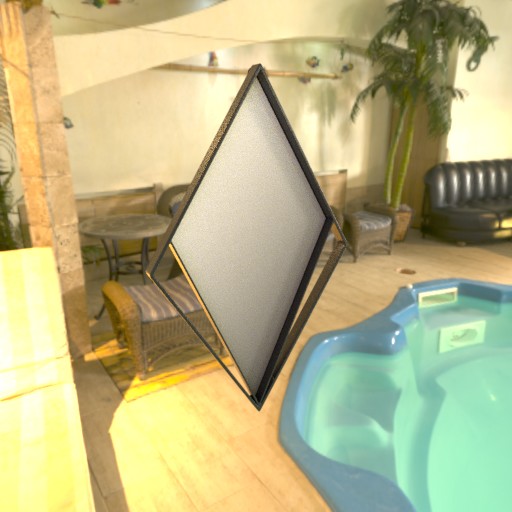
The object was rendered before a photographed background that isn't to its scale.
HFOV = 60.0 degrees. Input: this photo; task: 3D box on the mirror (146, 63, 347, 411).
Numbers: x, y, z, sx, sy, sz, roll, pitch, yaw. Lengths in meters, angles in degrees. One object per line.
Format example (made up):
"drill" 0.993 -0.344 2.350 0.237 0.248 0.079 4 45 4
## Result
"mirror" 0.000 0.000 0.850 0.419 0.679 0.032 -9 19 -27
